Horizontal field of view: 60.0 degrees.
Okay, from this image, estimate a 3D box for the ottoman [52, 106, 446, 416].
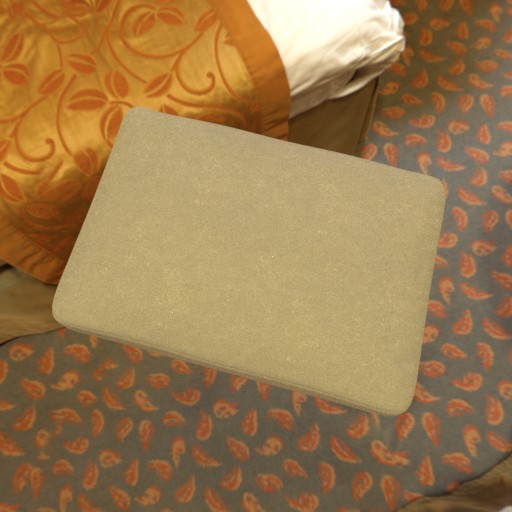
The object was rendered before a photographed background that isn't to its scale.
[{"bbox_3d":[0.000,0.000,1.600,1.199,0.429,0.840,14,75,4],"label":"ottoman"}]
